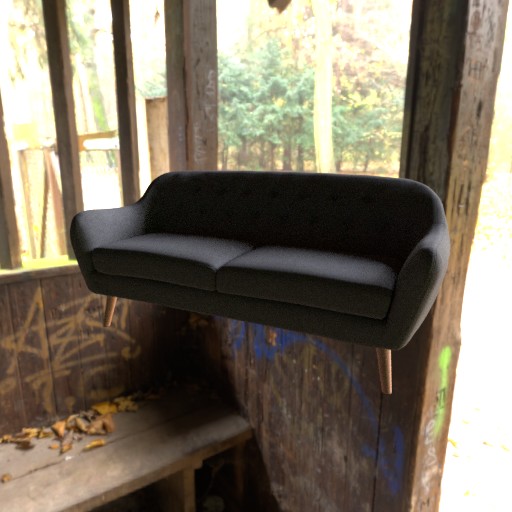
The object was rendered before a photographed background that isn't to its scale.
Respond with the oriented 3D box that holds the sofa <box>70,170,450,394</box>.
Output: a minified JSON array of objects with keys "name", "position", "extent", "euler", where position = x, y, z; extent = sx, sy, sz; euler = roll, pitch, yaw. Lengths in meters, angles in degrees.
[{"name":"sofa","position":[0.000,0.000,2.298],"extent":[1.840,0.820,0.820],"euler":[7,16,26]}]
